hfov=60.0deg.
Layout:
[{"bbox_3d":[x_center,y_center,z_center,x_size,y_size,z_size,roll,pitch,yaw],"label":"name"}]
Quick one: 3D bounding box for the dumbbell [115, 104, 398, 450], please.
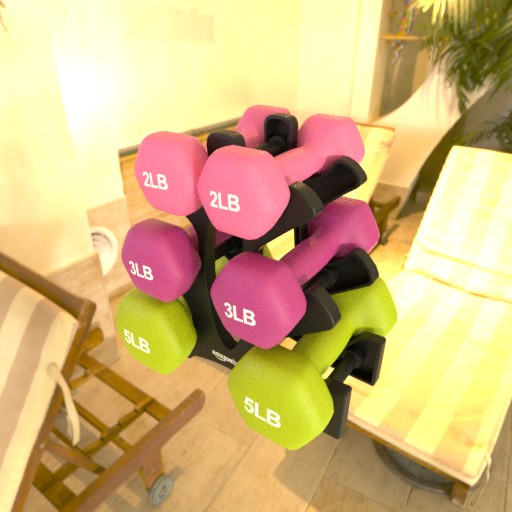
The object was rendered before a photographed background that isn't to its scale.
[{"bbox_3d":[0.000,0.000,0.441,0.257,0.261,0.203,19,35,31],"label":"dumbbell"}]
